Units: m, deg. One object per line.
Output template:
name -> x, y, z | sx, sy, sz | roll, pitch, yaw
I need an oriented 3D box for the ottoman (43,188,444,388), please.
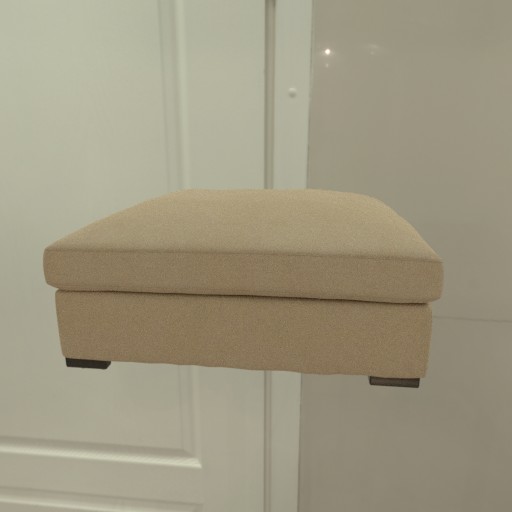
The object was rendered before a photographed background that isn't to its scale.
ottoman -> 0.000, 0.000, 1.880 | 1.205, 0.522, 1.190 | 2, 15, 6
